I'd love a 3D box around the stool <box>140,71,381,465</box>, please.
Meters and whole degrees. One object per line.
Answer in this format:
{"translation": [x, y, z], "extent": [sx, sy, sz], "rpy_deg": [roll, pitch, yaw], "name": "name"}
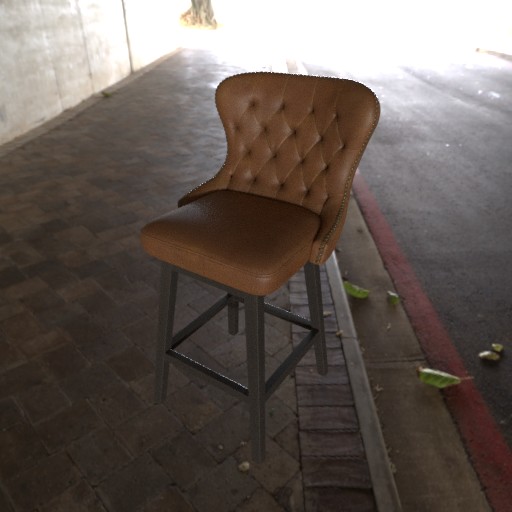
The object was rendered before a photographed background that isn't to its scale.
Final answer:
{"translation": [0.000, 0.000, 1.347], "extent": [0.528, 0.971, 0.593], "rpy_deg": [18, 35, 29], "name": "stool"}
